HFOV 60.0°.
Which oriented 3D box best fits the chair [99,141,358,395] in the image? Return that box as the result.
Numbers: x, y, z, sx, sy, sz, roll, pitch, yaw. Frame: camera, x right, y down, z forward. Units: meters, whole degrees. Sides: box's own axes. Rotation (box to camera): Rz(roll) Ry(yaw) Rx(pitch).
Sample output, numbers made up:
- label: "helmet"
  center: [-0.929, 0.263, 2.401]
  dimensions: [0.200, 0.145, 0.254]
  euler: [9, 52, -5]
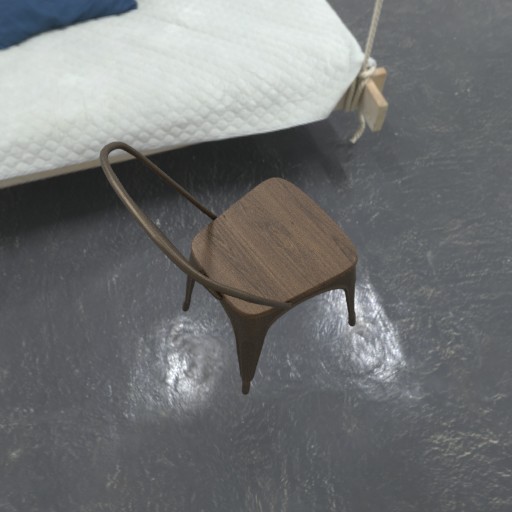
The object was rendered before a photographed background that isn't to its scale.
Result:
- label: "chair"
  center: [0.000, 0.000, 1.179]
  dimensions: [0.532, 0.844, 0.451]
  euler: [-33, 64, -18]
